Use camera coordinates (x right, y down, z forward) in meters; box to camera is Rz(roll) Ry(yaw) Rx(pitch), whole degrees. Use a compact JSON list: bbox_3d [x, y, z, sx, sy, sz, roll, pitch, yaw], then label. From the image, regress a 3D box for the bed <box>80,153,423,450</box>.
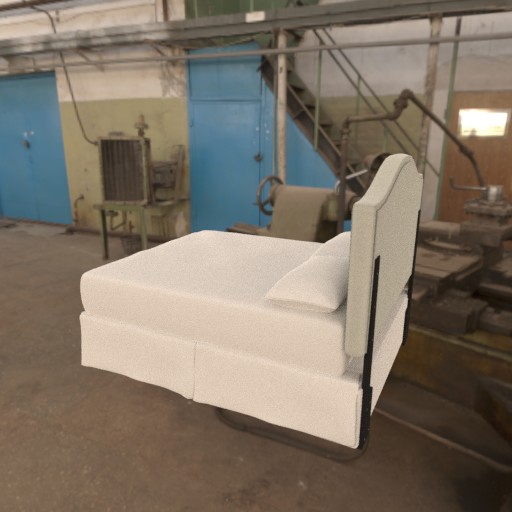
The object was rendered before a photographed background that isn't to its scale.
[{"bbox_3d":[0.000,0.000,3.465,2.180,1.607,1.813,8,18,26],"label":"bed"}]
